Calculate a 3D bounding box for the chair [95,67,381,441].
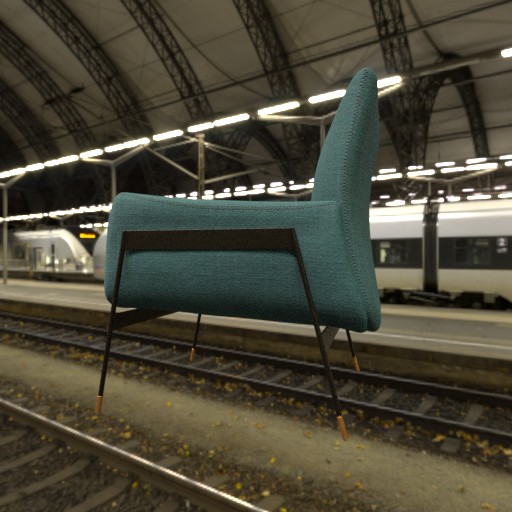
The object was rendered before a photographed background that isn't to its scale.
[{"bbox_3d":[0.000,0.000,1.416,0.769,0.859,0.678,0,0,16],"label":"chair"}]
